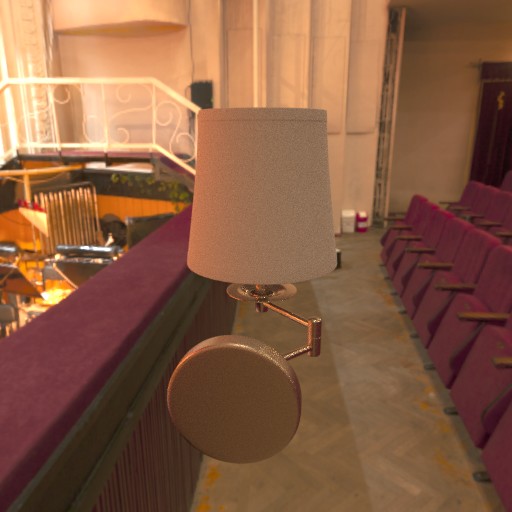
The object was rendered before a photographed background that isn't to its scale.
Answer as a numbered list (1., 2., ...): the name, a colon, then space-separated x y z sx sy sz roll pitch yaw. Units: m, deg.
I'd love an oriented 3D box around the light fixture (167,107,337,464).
1. light fixture: 0.000 0.000 0.603 0.223 0.381 0.348 2 15 8
